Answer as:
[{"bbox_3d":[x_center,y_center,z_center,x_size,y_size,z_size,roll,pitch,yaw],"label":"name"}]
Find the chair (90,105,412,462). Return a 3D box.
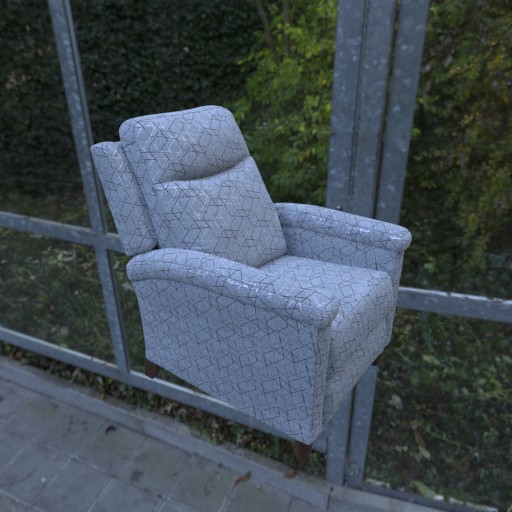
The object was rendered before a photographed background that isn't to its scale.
[{"bbox_3d":[0.000,0.000,1.743,0.987,1.048,0.753,18,31,32],"label":"chair"}]
